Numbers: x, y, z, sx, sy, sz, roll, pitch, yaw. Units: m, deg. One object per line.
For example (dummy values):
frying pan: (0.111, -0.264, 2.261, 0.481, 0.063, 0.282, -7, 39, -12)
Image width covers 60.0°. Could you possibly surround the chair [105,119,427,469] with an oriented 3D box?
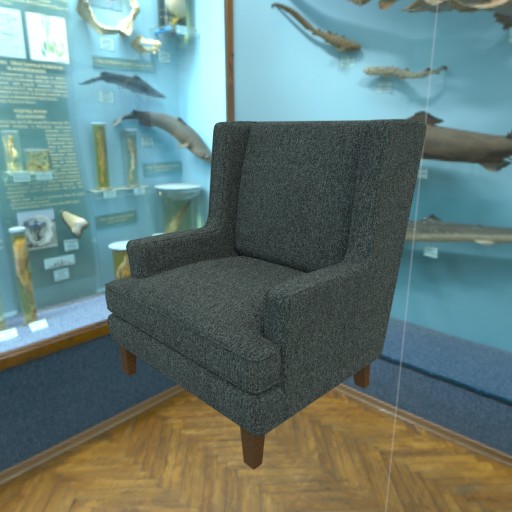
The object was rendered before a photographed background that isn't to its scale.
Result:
chair: (0.000, 0.000, 1.836, 0.927, 1.082, 0.942, -16, 22, -43)
